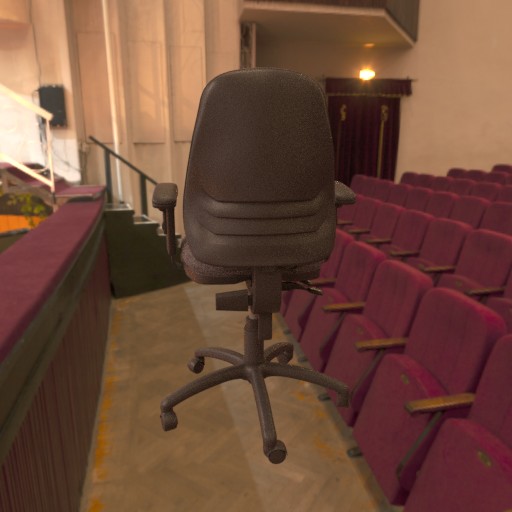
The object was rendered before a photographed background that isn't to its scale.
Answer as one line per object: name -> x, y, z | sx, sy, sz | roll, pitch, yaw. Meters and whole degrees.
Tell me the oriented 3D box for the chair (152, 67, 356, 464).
chair -> 0.000, 0.000, 1.208 | 0.550, 0.910, 0.530 | -2, 15, -8
